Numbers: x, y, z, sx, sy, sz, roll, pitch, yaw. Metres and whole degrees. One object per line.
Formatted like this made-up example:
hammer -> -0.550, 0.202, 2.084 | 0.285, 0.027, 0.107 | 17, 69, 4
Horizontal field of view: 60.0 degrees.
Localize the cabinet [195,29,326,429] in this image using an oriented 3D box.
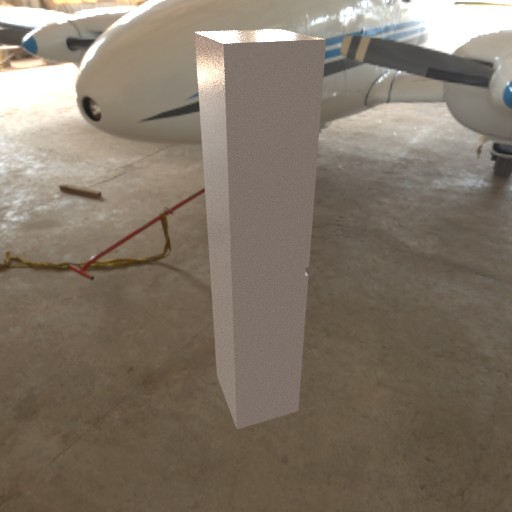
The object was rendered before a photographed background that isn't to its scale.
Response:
cabinet -> 0.000, 0.000, 1.565 | 0.269, 1.400, 0.300 | -11, 33, -17
